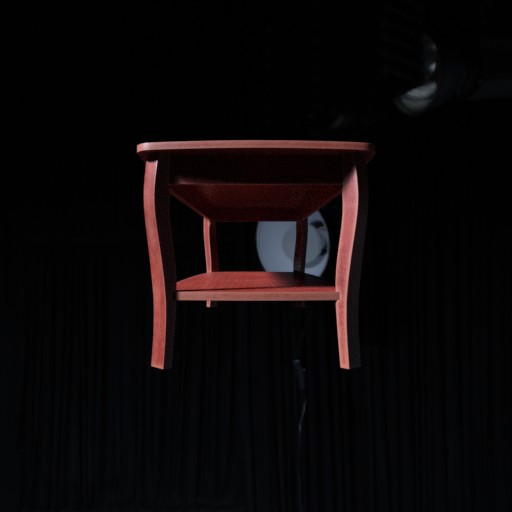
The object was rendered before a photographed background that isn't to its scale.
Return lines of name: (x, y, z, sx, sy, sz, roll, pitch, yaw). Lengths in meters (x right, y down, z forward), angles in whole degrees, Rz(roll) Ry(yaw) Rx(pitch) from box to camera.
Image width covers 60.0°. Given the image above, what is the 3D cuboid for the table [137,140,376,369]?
table: (0.000, 0.000, 1.506, 0.561, 0.473, 1.216, 0, 0, 0)
